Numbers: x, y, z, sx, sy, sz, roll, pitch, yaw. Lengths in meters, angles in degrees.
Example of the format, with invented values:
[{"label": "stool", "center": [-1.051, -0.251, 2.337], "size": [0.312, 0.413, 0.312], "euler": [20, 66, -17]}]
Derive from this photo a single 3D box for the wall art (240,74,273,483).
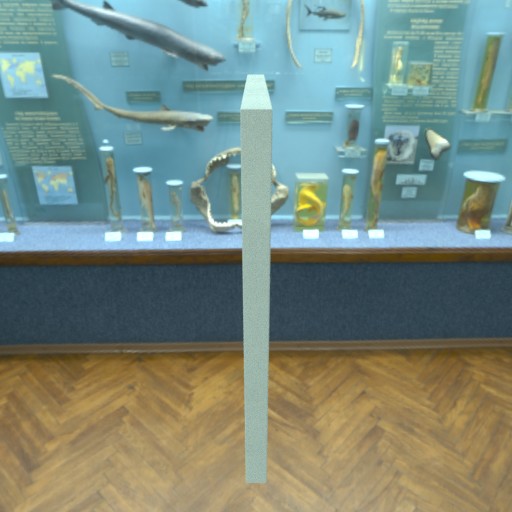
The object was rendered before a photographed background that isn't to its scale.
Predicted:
[{"label": "wall art", "center": [0.000, 0.000, 0.844], "size": [0.037, 0.606, 0.508], "euler": [0, 26, 0]}]
